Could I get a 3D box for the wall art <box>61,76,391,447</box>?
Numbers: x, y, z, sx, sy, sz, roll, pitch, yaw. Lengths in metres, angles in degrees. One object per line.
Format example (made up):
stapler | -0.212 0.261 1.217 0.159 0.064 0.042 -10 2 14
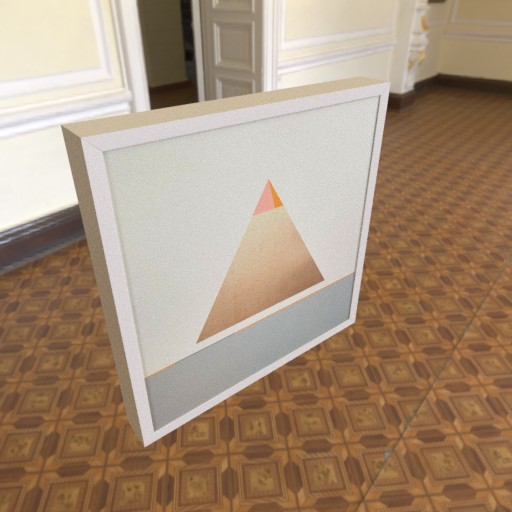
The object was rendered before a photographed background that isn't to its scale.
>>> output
wall art | 0.000 0.000 0.446 0.305 0.304 0.038 -22 38 -32
